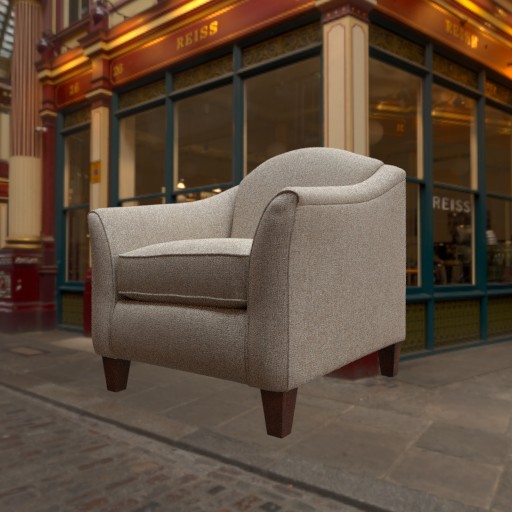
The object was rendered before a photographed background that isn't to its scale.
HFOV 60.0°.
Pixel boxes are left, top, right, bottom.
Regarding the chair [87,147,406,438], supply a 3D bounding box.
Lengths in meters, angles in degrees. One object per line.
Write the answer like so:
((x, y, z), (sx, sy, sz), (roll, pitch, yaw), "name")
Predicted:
((0.000, 0.000, 1.461), (0.763, 0.839, 0.787), (0, -1, 36), "chair")
